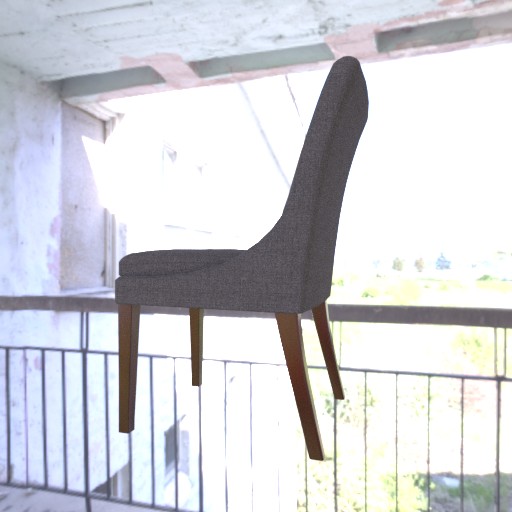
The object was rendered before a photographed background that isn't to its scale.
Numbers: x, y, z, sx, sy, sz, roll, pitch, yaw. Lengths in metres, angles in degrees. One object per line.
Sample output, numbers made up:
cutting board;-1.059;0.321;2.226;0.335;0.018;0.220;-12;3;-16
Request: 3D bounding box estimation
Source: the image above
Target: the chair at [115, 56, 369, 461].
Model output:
chair;0.000;0.000;1.331;0.655;0.952;0.508;0;0;17
